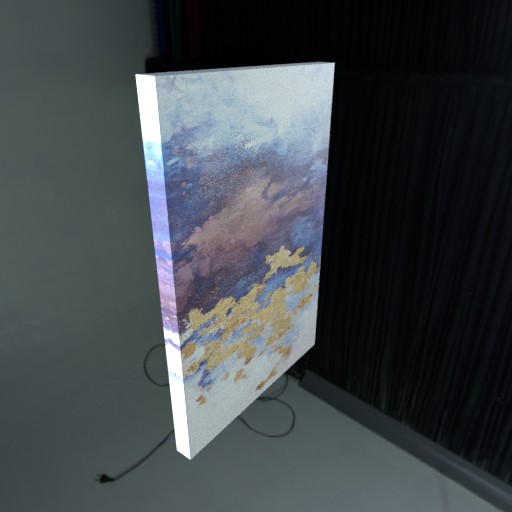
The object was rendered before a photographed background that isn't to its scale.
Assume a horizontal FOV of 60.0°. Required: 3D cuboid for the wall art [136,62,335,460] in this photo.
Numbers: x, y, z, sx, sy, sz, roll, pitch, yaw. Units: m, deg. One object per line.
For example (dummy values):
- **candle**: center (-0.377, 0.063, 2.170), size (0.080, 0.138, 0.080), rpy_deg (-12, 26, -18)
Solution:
- **wall art**: center (0.000, 0.000, 1.114), size (0.048, 0.874, 0.583), rpy_deg (19, 32, 34)
